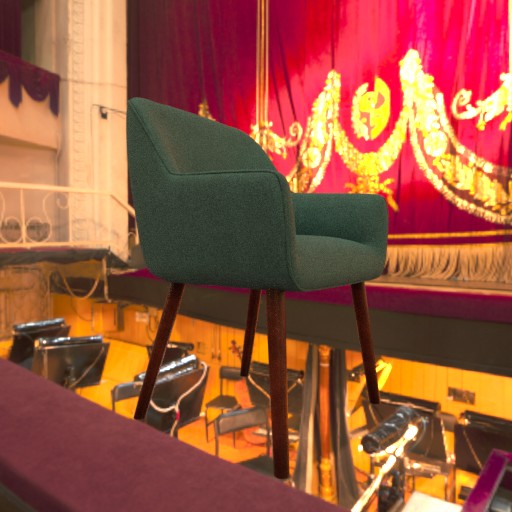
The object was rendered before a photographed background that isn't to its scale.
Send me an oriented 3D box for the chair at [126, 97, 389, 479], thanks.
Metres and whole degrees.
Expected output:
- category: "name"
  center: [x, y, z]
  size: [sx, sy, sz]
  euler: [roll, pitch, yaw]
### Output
- category: "chair"
  center: [0.000, 0.000, 1.146]
  size: [0.519, 0.803, 0.543]
  euler: [1, 2, 36]
